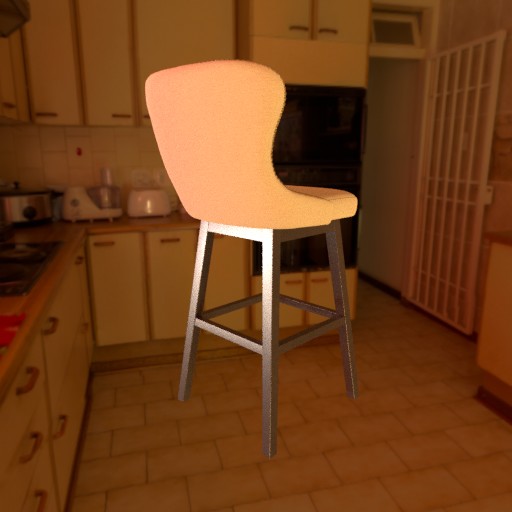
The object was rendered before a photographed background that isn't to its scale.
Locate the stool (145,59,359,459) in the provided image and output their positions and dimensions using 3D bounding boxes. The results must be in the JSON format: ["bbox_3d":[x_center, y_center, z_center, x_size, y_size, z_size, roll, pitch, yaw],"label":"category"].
[{"bbox_3d":[0.000,0.000,1.419,0.528,1.066,0.605,13,18,43],"label":"stool"}]
